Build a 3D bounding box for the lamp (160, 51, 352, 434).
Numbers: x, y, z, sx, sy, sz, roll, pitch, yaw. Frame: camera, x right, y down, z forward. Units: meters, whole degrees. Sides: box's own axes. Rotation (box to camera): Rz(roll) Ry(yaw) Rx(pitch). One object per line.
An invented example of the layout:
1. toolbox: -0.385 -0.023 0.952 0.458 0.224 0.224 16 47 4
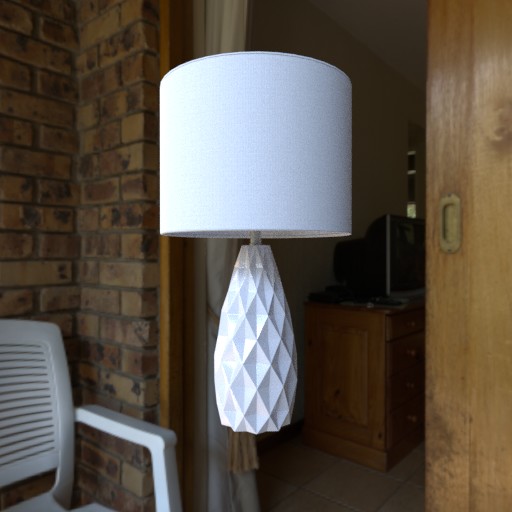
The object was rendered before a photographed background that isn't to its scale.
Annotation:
1. lamp: 0.000 0.000 0.704 0.297 0.522 0.297 0 0 0
